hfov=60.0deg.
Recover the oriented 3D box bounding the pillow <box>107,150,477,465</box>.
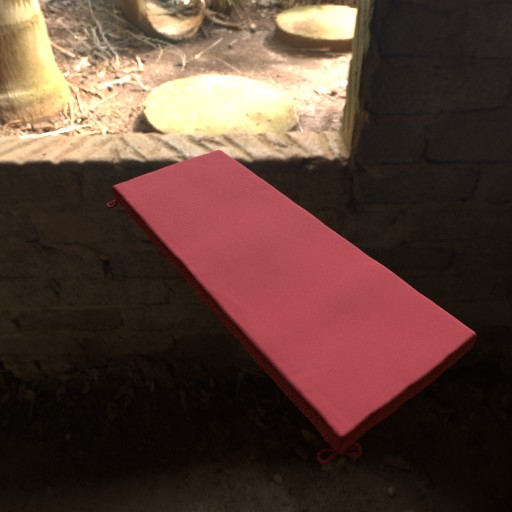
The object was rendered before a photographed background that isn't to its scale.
[{"bbox_3d":[0.000,0.000,1.312,0.492,0.081,1.187,-26,48,-26],"label":"pillow"}]
